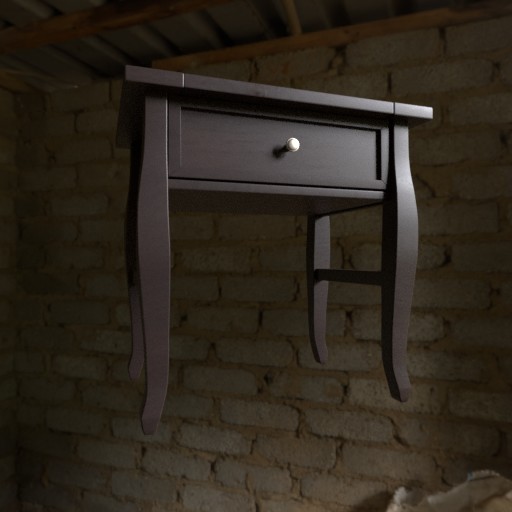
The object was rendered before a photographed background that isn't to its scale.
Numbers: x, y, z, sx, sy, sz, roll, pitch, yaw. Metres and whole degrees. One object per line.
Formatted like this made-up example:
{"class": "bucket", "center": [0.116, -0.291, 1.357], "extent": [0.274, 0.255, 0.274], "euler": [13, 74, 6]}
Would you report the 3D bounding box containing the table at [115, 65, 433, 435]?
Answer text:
{"class": "table", "center": [0.000, 0.000, 1.017], "extent": [0.602, 0.605, 0.460], "euler": [0, 0, -19]}
